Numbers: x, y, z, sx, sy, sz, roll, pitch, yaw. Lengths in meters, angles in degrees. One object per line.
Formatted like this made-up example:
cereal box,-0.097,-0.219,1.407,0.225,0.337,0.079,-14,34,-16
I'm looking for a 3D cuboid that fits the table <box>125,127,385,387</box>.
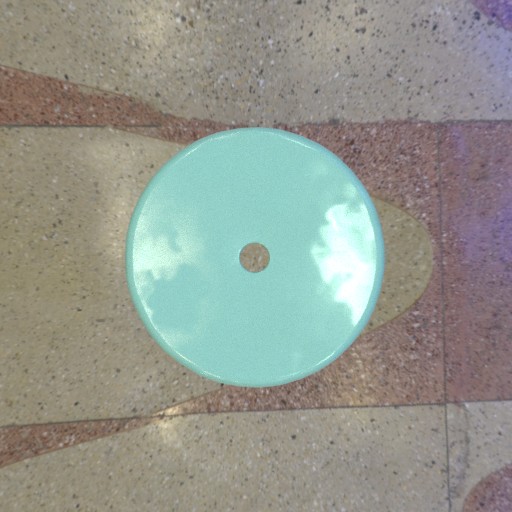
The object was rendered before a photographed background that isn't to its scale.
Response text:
table,0.000,0.000,0.631,0.325,0.388,0.325,0,91,0
